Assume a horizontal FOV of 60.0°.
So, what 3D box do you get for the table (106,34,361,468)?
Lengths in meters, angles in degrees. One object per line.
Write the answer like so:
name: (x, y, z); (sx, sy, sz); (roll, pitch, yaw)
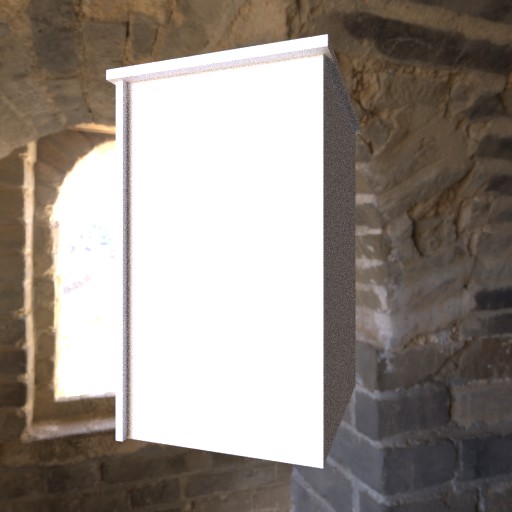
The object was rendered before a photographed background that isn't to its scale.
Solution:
table: (0.000, 0.000, 0.923); (0.381, 0.635, 0.480); (0, 0, 19)
